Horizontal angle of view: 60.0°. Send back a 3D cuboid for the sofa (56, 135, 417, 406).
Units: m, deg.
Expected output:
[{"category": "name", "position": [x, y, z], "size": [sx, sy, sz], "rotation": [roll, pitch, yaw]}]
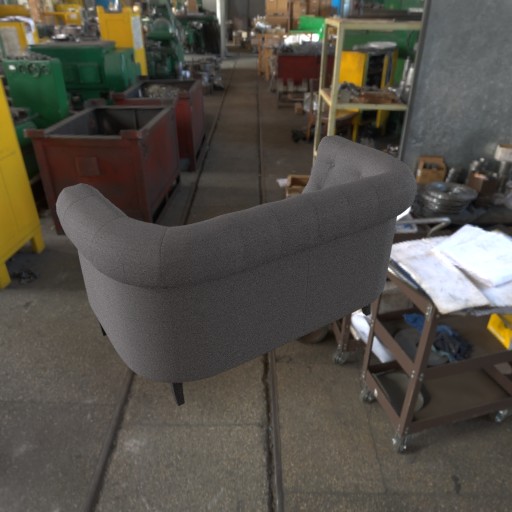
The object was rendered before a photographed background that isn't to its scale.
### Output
[{"category": "sofa", "position": [0.000, 0.000, 2.094], "size": [1.558, 0.827, 0.835], "rotation": [-18, 35, -29]}]
